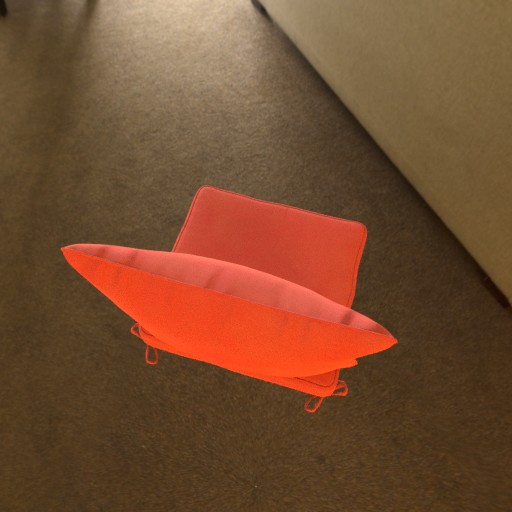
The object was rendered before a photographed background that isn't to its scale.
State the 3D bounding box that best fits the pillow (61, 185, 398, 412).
[{"bbox_3d":[0.000,0.000,1.388,0.798,0.725,0.733,15,63,7],"label":"pillow"}]
